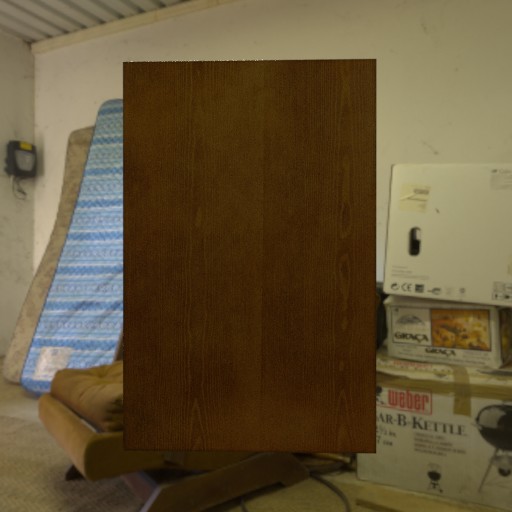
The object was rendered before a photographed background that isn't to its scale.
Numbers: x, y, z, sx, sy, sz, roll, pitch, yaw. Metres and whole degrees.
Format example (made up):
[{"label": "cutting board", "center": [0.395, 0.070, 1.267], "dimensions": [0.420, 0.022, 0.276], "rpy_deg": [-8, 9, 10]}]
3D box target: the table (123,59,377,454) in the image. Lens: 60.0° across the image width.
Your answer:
[{"label": "table", "center": [0.000, 0.000, 0.958], "dimensions": [0.400, 0.605, 0.550], "rpy_deg": [0, 0, 1]}]
